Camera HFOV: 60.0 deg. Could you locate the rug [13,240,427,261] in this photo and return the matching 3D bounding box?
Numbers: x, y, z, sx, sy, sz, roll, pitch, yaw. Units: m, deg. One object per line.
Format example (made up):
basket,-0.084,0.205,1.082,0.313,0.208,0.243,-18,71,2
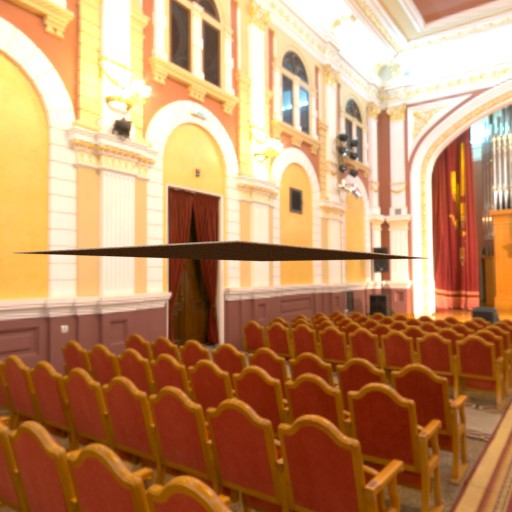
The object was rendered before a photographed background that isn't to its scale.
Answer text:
rug,0.000,0.000,2.819,1.523,0.006,2.289,-1,-3,36
